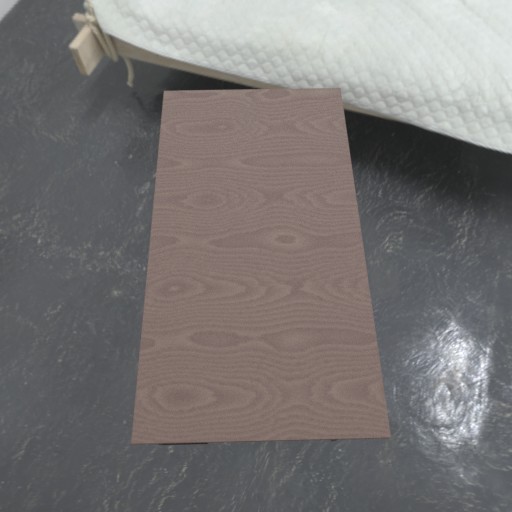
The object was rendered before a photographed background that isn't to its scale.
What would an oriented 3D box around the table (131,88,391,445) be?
[{"bbox_3d":[0.000,0.000,1.525,0.651,0.347,1.197,-1,64,-1],"label":"table"}]
